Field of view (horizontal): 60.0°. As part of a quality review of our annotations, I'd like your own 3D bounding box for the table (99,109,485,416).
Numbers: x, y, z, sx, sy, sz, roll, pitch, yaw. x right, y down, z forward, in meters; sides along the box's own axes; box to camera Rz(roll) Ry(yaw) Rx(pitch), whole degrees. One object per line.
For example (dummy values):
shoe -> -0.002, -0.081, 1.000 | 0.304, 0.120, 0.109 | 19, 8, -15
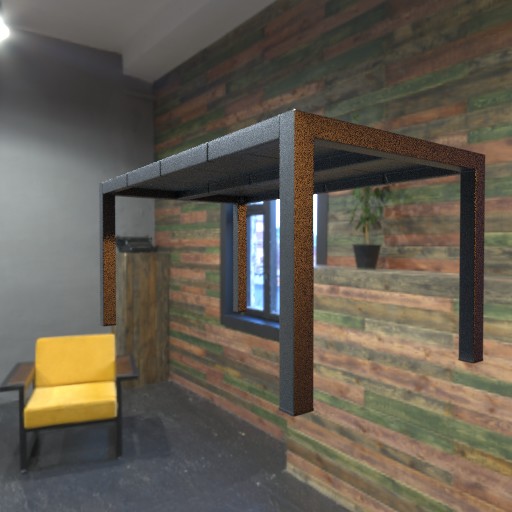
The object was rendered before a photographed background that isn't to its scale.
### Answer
table -> 0.000, 0.000, 1.212 | 0.559, 0.460, 0.965 | -1, 2, -36
